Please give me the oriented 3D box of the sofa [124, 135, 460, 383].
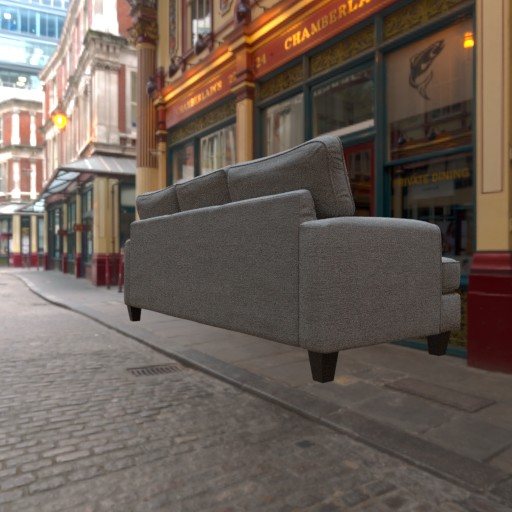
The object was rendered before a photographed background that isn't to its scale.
[{"bbox_3d":[0.000,0.000,2.739,0.951,0.965,2.158,0,0,-36],"label":"sofa"}]
